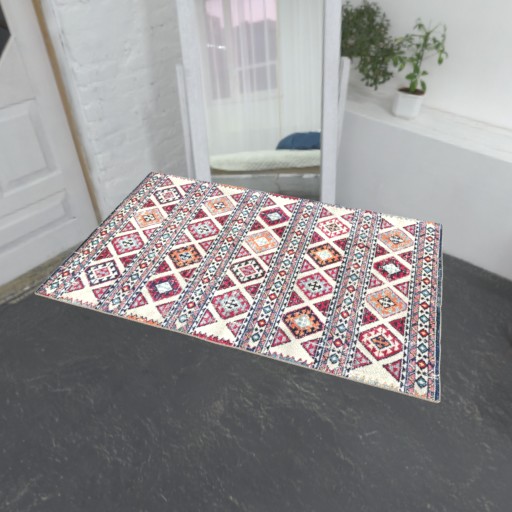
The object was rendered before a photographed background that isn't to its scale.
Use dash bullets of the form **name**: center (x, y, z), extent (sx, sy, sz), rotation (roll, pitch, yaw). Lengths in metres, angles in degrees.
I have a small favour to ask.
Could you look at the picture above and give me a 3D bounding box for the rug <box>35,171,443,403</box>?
- **rug**: center (0.000, 0.000, 3.041), extent (2.440, 0.010, 1.545), rotation (12, 43, 13)
